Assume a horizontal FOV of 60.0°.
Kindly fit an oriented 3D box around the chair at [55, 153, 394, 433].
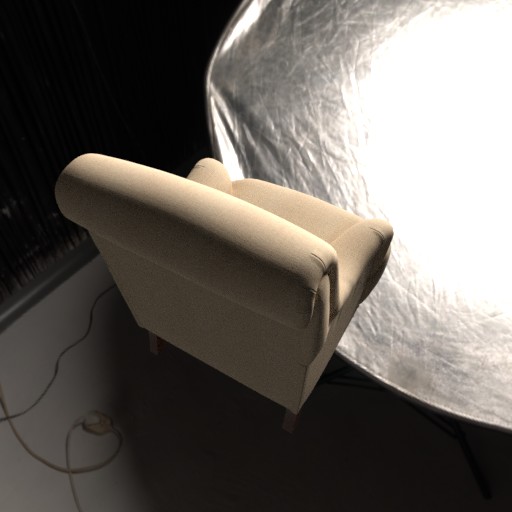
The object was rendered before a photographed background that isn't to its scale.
[{"bbox_3d":[0.000,0.000,1.524,0.766,0.944,0.842,23,50,21],"label":"chair"}]
